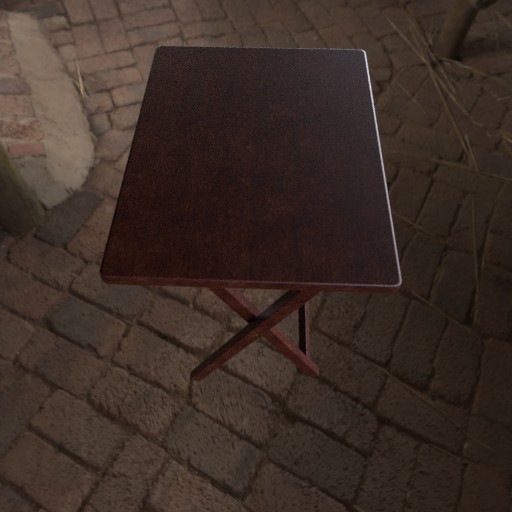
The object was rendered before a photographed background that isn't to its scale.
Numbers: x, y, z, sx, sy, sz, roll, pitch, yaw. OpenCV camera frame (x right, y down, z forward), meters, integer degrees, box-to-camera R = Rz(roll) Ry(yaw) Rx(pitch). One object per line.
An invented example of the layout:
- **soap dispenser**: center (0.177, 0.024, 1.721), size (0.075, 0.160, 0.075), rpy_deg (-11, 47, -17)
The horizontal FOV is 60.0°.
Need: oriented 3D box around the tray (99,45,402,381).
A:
- **tray**: center (0.000, 0.000, 0.956), size (0.381, 0.660, 0.483), rpy_deg (2, 58, 1)
